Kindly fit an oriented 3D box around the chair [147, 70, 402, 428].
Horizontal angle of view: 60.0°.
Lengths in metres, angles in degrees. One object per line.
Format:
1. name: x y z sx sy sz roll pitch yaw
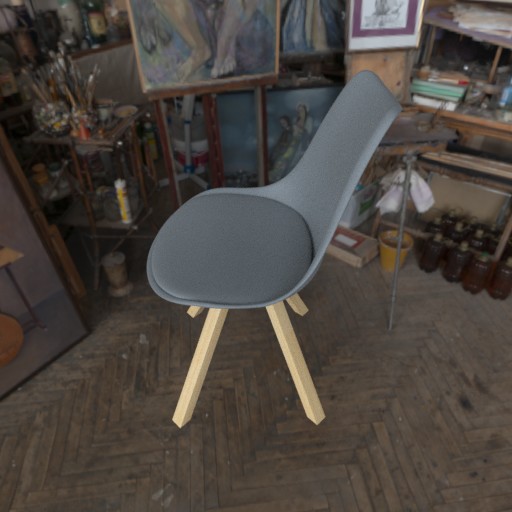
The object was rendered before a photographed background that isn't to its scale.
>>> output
1. chair: 0.000 0.000 1.141 0.549 0.850 0.485 -1 39 -1
